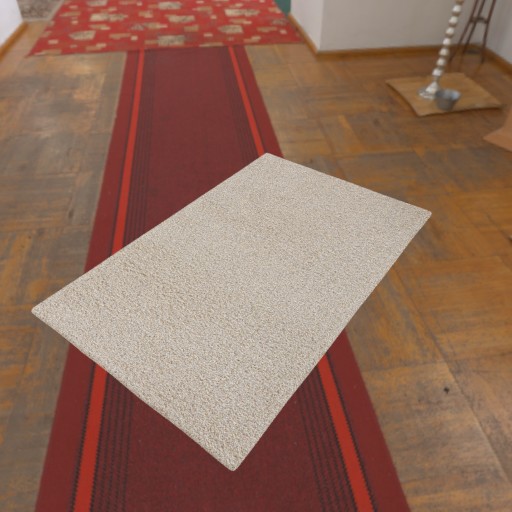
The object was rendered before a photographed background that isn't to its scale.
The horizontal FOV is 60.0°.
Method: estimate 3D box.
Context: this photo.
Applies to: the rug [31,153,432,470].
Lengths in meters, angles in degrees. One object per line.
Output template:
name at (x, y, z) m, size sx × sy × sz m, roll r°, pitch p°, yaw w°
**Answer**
rug at (0.000, 0.000, 3.431) m, size 1.778 × 0.030 × 2.743 m, roll 26°, pitch 48°, yaw 27°
